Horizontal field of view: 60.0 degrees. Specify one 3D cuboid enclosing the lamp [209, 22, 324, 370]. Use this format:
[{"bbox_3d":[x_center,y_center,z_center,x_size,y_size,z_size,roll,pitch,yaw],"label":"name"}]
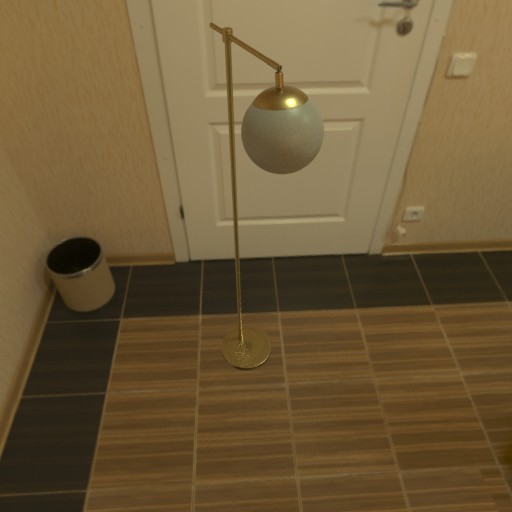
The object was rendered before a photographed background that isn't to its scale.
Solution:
[{"bbox_3d":[0.000,0.000,1.649,0.249,1.505,0.476,-24,51,-22],"label":"lamp"}]
